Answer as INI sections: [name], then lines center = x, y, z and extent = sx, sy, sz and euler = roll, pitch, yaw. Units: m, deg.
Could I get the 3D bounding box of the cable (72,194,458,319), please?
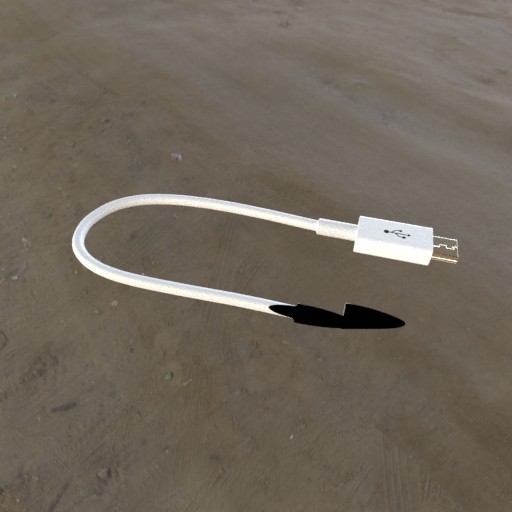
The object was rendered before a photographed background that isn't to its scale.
[cable]
center = 0.000, 0.000, 0.112
extent = 0.098, 0.006, 0.040
euler = 11, 48, 10
